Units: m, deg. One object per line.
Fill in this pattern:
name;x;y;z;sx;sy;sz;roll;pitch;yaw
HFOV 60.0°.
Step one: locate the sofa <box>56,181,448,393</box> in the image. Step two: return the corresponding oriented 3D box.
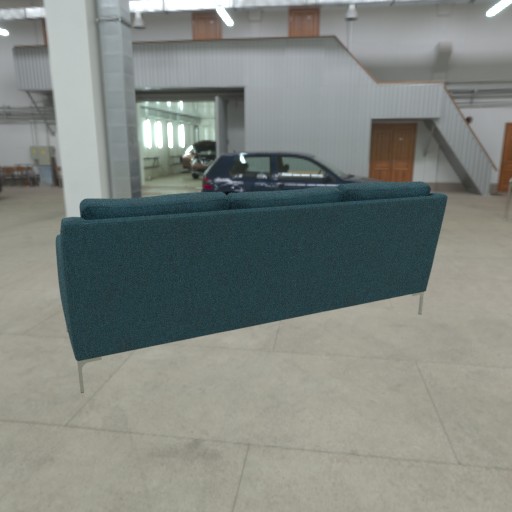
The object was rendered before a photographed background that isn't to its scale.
sofa;0.000;0.000;2.523;2.060;0.837;0.849;-7;16;-26
